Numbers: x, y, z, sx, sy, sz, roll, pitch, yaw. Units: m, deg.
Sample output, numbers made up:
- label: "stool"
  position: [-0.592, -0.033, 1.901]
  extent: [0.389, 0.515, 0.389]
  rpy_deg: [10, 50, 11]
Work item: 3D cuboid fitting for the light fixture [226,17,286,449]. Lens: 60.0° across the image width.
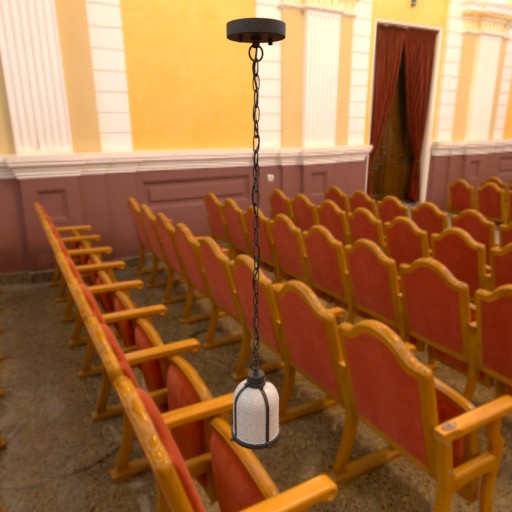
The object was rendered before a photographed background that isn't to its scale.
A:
- label: "light fixture"
  position: [0.000, 0.000, 1.251]
  extent: [0.178, 1.181, 0.178]
  rpy_deg: [-9, 19, -28]
